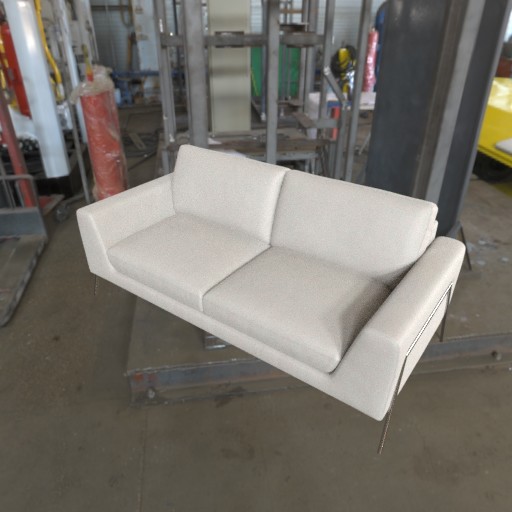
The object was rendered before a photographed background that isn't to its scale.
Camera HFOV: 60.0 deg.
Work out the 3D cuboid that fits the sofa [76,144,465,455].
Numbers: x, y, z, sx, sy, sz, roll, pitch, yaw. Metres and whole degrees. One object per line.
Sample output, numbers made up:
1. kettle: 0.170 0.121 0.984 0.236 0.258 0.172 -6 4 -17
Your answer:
1. sofa: 0.000 0.000 2.540 2.017 0.875 0.953 20 36 31
